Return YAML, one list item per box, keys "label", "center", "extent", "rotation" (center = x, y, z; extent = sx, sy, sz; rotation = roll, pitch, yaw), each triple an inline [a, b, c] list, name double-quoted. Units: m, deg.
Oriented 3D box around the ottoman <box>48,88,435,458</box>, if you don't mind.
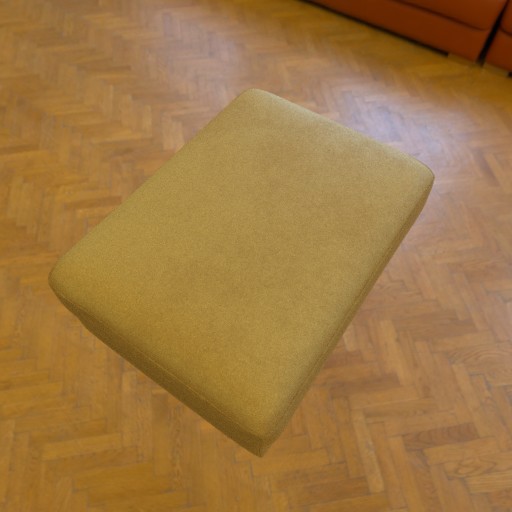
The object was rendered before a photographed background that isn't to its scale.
- label: "ottoman"
  center: [0.000, 0.000, 1.169]
  extent: [0.608, 0.449, 0.811]
  rotation: [30, 63, 18]
